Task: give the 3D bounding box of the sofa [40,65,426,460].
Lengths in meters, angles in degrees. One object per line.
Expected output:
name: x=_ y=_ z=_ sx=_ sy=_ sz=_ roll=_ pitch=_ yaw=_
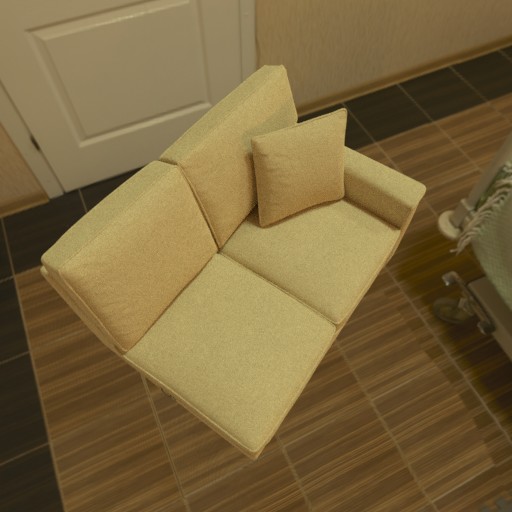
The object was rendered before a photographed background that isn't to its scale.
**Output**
sofa: x=0.000 y=0.000 z=2.020 sx=0.991 sy=0.989 sz=1.388 roll=32 pitch=64 yaw=17
